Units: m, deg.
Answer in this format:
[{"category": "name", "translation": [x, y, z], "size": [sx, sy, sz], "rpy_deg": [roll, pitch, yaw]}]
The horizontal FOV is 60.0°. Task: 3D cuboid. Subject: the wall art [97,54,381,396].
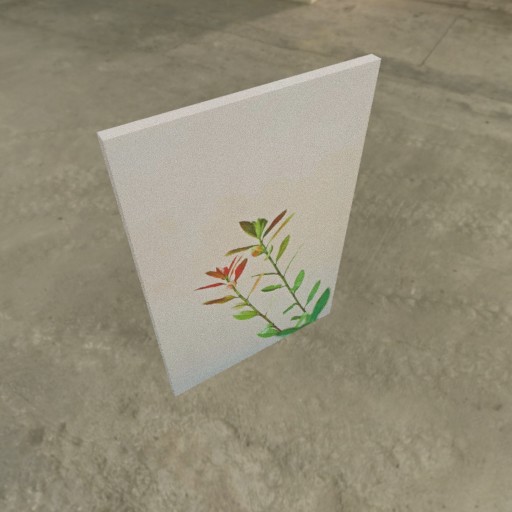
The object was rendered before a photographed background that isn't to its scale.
[{"category": "wall art", "translation": [0.000, 0.000, 1.472], "size": [0.764, 1.143, 0.038], "rpy_deg": [-24, 51, -21]}]
